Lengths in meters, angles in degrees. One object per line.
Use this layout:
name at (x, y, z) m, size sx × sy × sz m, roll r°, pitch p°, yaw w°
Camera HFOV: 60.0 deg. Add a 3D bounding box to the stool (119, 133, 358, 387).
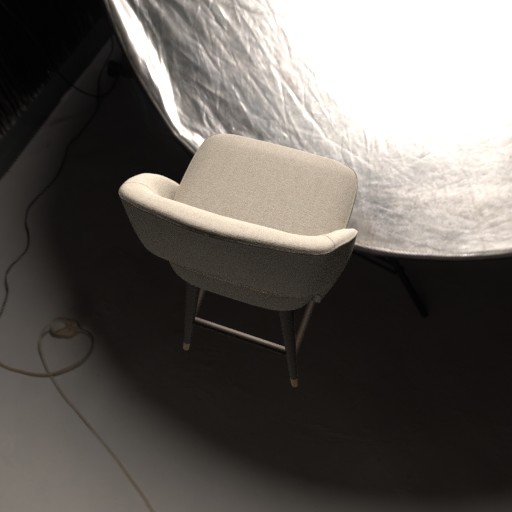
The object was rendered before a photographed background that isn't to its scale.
stool at (0.000, 0.000, 1.272) m, size 0.494 × 1.037 × 0.509 m, roll 17°, pitch 63°, yaw 9°
